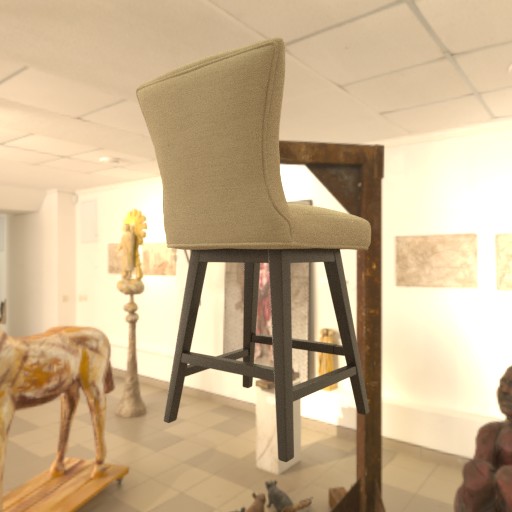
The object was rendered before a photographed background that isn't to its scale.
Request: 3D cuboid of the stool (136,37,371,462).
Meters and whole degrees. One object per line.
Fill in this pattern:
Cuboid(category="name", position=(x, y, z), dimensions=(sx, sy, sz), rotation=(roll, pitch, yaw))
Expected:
Cuboid(category="stool", position=(0.000, 0.000, 1.337), dimensions=(0.514, 1.000, 0.574), rotation=(0, 0, 37))
